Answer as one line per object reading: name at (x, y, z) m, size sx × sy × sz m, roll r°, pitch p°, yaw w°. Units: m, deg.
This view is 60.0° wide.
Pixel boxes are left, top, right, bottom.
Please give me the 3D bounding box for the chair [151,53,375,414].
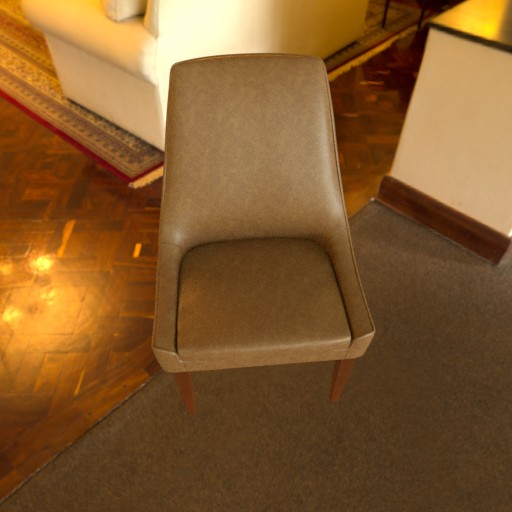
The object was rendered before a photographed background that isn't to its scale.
chair at (0.000, 0.000, 1.190) m, size 0.529 × 0.861 × 0.544 m, roll -4°, pitch 48°, yaw -3°
